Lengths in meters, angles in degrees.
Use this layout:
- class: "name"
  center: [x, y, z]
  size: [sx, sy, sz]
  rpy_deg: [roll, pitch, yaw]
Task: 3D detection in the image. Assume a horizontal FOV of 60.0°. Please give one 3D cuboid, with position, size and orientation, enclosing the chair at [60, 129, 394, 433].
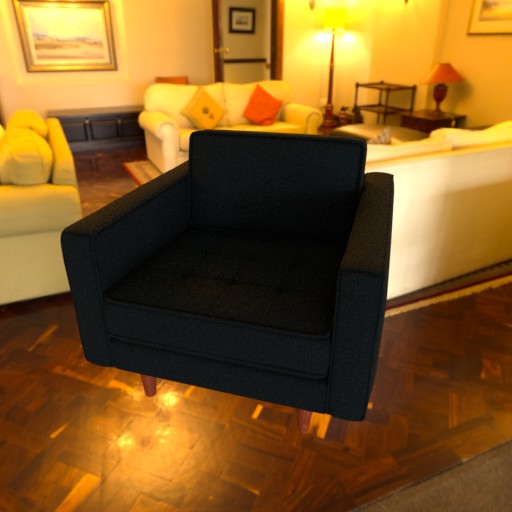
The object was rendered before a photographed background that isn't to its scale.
- class: "chair"
  center: [0.000, 0.000, 1.571]
  size: [0.899, 0.770, 0.920]
  rpy_deg: [8, 27, 15]
